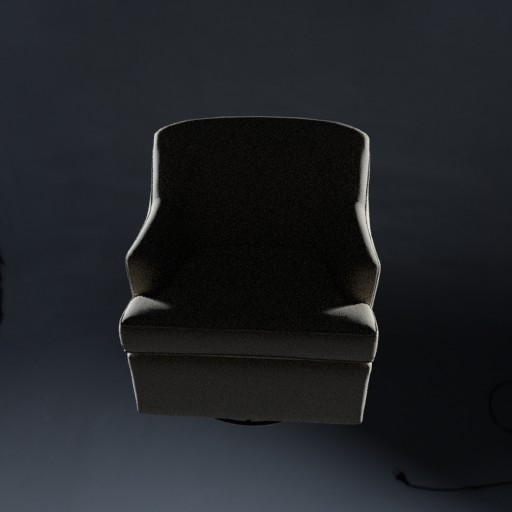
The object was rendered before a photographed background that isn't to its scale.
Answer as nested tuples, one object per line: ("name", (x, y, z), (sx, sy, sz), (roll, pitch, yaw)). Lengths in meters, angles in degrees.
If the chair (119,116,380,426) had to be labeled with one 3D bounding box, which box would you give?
("chair", (0.000, 0.000, 1.672), (0.864, 0.856, 0.923), (2, 29, 3))
